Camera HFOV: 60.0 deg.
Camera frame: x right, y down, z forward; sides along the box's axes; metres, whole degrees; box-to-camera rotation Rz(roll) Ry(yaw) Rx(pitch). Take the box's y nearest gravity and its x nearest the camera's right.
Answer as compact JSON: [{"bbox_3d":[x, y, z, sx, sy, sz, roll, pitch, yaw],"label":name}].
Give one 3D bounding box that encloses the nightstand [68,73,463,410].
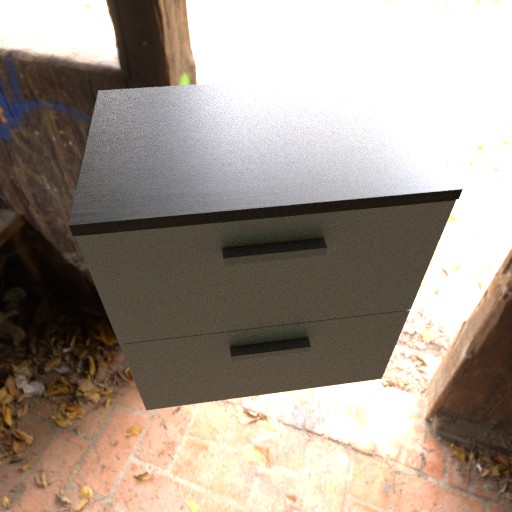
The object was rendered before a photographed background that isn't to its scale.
[{"bbox_3d":[0.000,0.000,0.755,0.441,0.460,0.325,-6,47,-6],"label":"nightstand"}]
